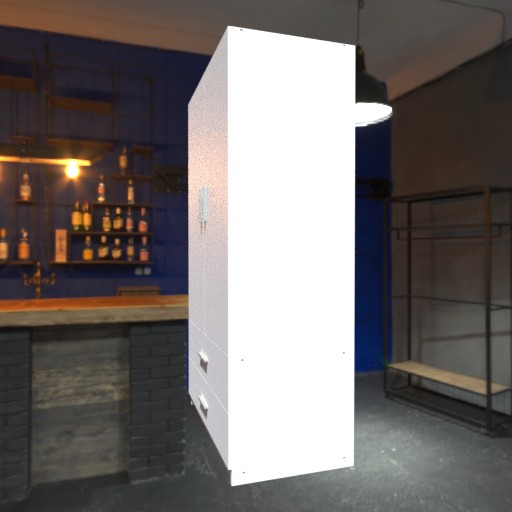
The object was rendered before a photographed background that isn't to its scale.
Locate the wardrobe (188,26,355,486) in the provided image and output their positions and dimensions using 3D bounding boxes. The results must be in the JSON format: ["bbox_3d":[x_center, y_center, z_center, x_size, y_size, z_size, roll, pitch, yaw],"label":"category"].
[{"bbox_3d":[0.000,0.000,2.291,0.577,1.808,0.991,0,1,-18],"label":"wardrobe"}]
